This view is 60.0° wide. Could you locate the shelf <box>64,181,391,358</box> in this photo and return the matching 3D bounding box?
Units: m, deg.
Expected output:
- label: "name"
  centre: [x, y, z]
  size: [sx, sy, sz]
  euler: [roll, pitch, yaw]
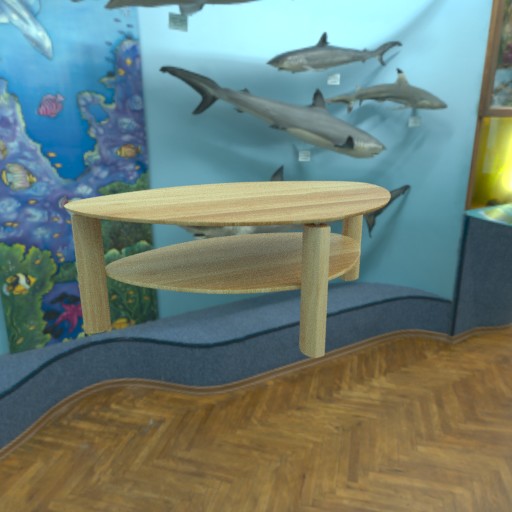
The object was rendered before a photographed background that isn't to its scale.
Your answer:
- label: "shelf"
  centre: [0.000, 0.000, 1.643]
  size: [1.246, 0.440, 0.845]
  euler: [-9, 18, -27]
